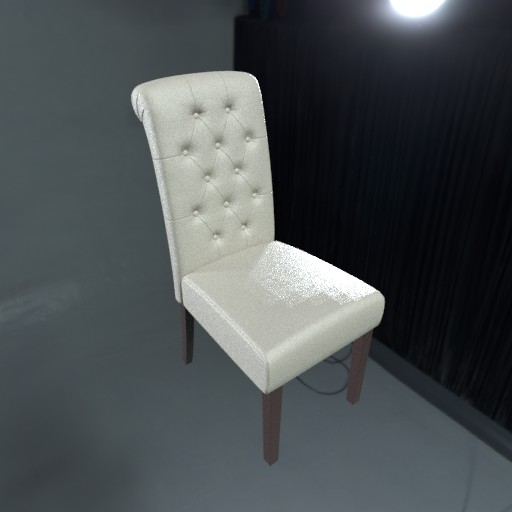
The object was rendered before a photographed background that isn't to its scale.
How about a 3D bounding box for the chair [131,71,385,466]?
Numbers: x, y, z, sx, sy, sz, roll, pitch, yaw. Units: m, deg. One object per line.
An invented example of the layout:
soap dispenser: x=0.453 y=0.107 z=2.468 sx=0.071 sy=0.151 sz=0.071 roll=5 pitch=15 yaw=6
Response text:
chair: x=0.000 y=0.000 z=1.386 sx=0.456 sy=1.006 sz=0.671 roll=-22 pitch=37 yaw=-32
